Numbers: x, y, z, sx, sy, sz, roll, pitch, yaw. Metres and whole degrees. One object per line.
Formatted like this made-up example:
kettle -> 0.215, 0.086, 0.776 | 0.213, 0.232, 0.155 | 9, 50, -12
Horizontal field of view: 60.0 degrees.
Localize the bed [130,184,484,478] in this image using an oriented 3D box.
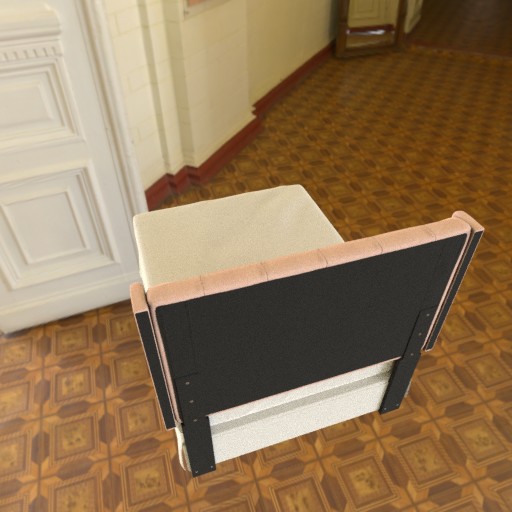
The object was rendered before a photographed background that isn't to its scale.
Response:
bed -> 0.000, 0.000, 3.231 | 1.719, 1.665, 2.066 | -13, 43, -14
